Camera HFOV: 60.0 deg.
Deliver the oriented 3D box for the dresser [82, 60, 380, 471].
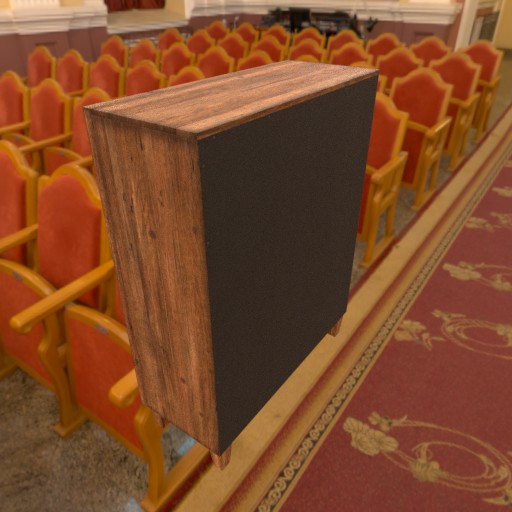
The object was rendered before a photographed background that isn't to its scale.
[{"bbox_3d":[0.000,0.000,1.853,0.438,1.359,1.067,21,37,30],"label":"dresser"}]
